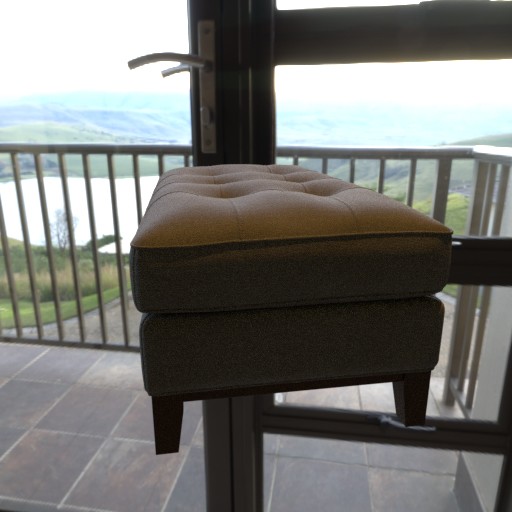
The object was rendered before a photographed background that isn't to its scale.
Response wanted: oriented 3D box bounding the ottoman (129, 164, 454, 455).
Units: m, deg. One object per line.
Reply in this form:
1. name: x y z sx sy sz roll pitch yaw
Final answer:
1. ottoman: 0.000 0.000 1.407 0.648 0.514 1.143 -3 16 -9
